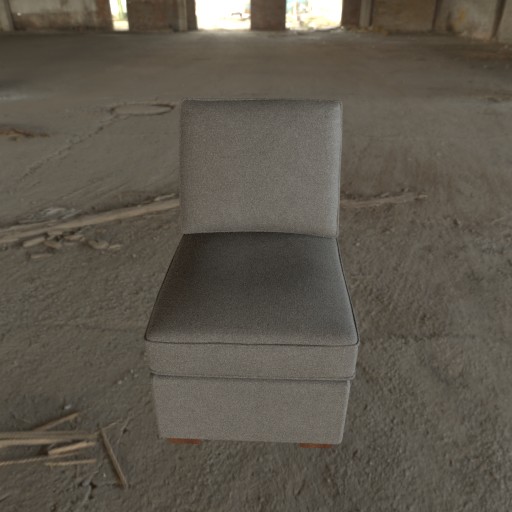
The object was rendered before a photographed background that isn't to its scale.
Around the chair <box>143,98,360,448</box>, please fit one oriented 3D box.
[{"bbox_3d":[0.000,0.000,1.588,0.621,0.970,0.938,1,30,2],"label":"chair"}]
